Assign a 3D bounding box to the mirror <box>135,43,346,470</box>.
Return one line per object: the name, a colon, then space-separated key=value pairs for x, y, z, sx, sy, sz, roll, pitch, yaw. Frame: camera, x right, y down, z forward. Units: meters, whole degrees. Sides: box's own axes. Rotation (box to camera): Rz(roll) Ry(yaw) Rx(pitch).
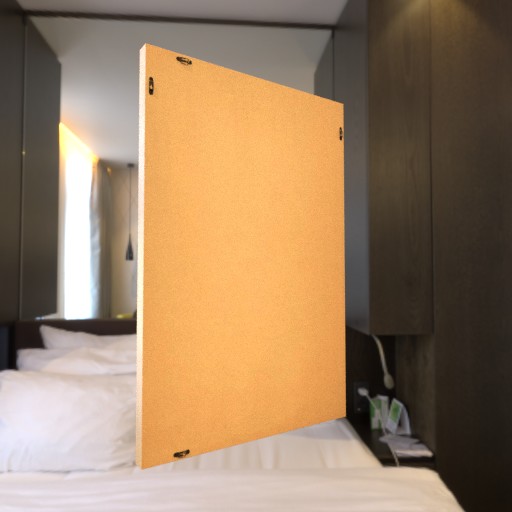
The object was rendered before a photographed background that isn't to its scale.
mirror: x=0.000 y=0.000 z=1.136 sx=0.609 sy=0.915 sz=0.041 roll=2 pitch=-3 yaw=-35
